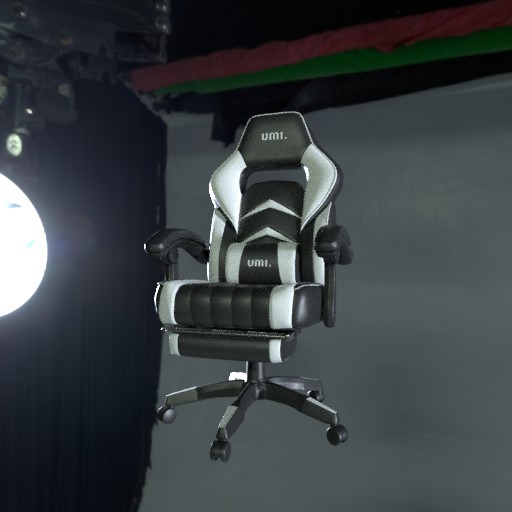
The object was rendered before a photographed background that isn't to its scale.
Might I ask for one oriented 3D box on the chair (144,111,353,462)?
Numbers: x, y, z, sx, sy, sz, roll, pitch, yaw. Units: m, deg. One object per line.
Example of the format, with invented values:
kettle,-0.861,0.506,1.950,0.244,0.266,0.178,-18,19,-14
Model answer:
chair,0.000,0.000,1.605,0.676,1.200,0.700,0,0,18
